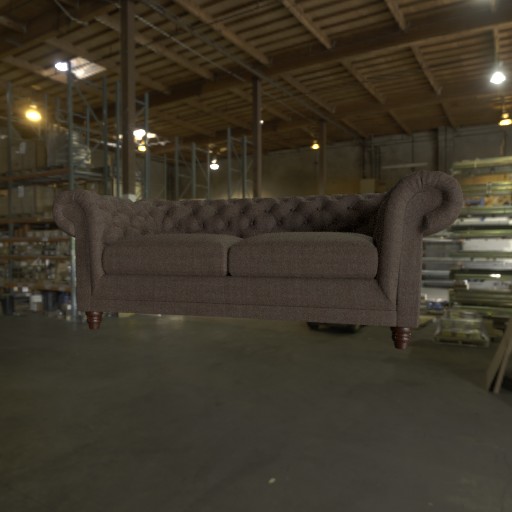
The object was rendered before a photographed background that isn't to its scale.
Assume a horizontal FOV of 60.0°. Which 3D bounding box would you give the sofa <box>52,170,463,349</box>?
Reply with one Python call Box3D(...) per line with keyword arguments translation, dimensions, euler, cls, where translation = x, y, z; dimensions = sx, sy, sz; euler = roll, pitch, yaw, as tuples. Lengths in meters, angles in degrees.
Box3D(translation=(0.000, 0.000, 2.525), dimensions=(2.048, 0.780, 0.944), euler=(0, 1, 18), cls="sofa")
